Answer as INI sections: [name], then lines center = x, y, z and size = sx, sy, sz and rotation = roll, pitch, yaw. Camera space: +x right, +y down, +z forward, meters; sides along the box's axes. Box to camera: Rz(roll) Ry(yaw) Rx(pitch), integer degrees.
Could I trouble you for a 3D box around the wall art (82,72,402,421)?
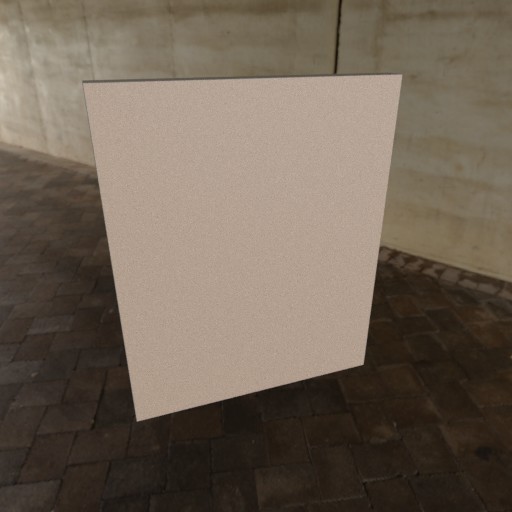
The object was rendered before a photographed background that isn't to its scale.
[wall art]
center = 0.000, 0.000, 0.732
size = 0.452, 0.549, 0.038
rotation = -9, 27, -17
